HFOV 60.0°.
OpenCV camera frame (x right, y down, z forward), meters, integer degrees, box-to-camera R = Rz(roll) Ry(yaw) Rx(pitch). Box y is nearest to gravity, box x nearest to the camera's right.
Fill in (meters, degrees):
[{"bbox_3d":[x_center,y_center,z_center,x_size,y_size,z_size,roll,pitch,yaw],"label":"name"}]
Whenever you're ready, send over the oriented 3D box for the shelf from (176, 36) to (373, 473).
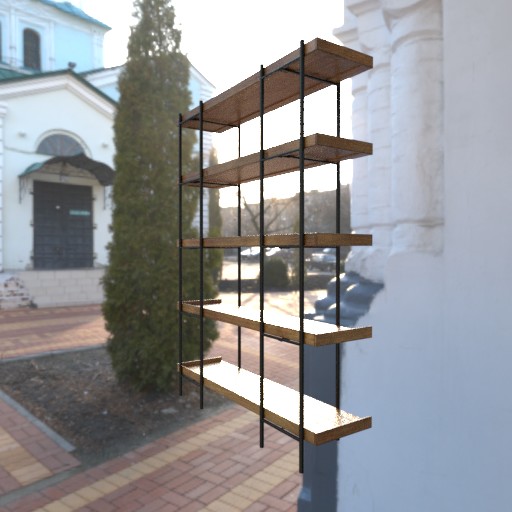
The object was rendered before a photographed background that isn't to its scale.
[{"bbox_3d":[0.000,0.000,2.474,0.379,1.826,1.371,-1,1,-34],"label":"shelf"}]
